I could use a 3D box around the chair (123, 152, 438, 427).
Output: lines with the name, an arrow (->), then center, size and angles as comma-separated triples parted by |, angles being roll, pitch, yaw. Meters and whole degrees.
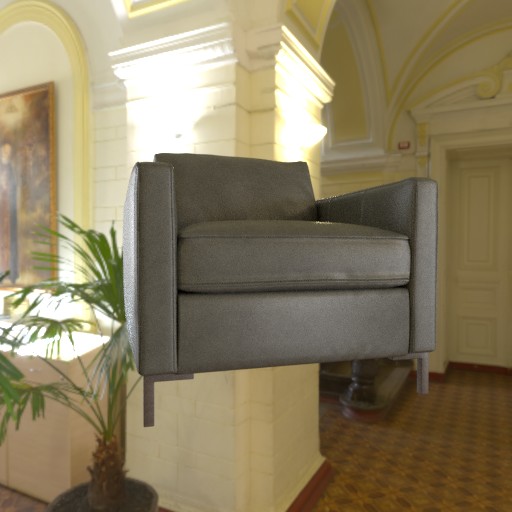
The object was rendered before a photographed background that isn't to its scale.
chair -> 0.000, 0.000, 1.514 | 0.967, 0.824, 0.861 | 0, 1, -18
